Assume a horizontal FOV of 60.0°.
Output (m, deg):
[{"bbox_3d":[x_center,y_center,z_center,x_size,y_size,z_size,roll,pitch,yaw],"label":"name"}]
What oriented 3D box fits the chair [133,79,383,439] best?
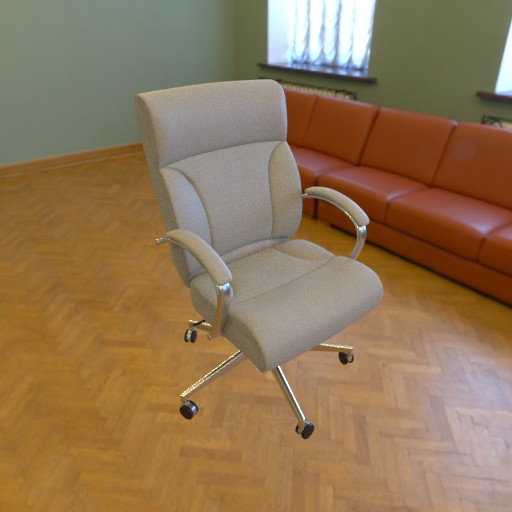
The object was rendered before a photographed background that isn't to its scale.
[{"bbox_3d":[0.000,0.000,1.581,0.727,1.099,0.745,-22,35,-34],"label":"chair"}]
